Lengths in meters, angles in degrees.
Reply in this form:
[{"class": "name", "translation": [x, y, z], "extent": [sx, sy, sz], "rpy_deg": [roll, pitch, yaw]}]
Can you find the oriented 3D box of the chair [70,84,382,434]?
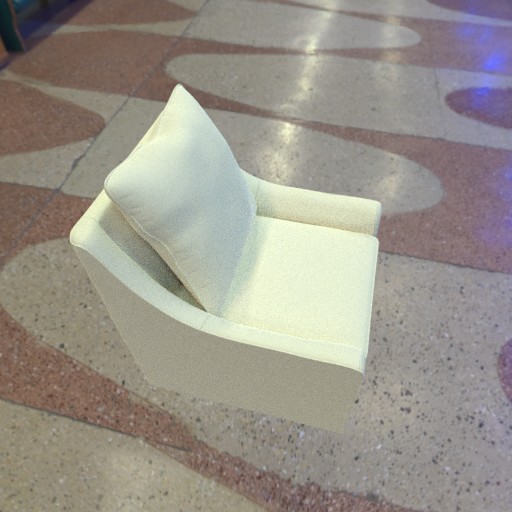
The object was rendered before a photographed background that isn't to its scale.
[{"class": "chair", "translation": [0.000, 0.000, 1.601], "extent": [0.876, 0.965, 0.756], "rpy_deg": [11, 49, 10]}]
